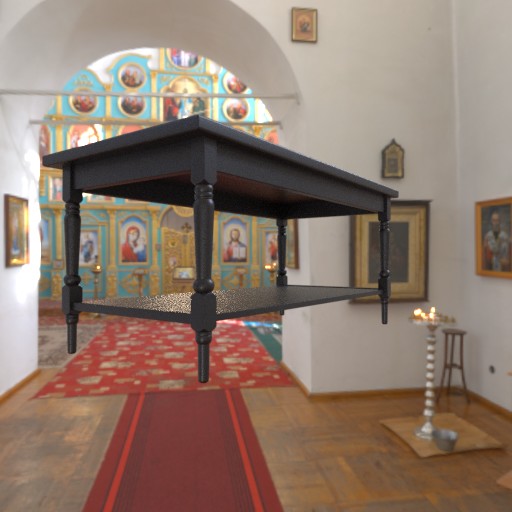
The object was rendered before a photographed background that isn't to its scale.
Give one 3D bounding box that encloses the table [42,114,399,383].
[{"bbox_3d":[0.000,0.000,1.418,0.550,0.510,1.107,0,-1,36],"label":"table"}]
